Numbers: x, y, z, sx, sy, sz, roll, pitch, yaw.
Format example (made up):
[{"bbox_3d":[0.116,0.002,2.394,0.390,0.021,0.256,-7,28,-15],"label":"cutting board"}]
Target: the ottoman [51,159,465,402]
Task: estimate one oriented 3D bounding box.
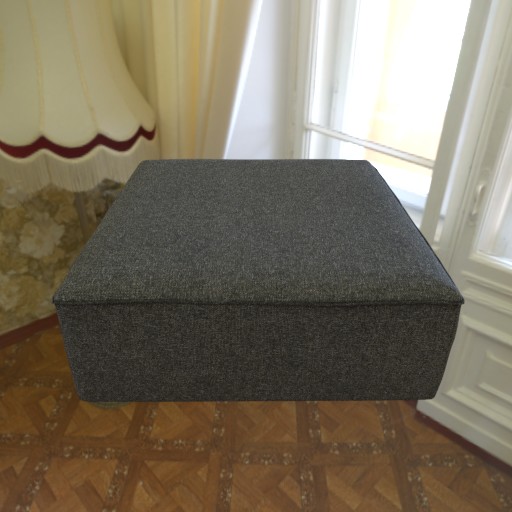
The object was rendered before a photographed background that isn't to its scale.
[{"bbox_3d":[0.000,0.000,1.565,1.021,0.423,1.017,0,31,0],"label":"ottoman"}]
